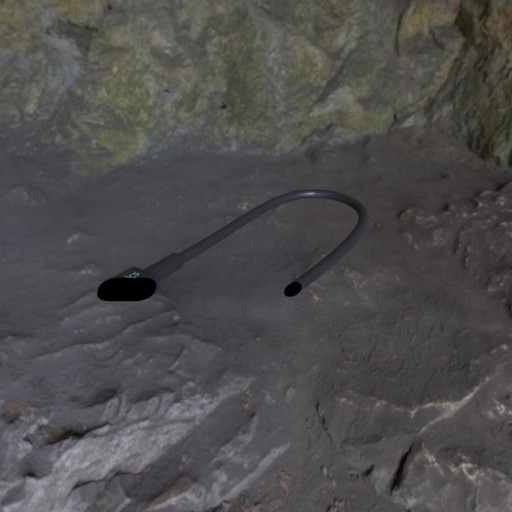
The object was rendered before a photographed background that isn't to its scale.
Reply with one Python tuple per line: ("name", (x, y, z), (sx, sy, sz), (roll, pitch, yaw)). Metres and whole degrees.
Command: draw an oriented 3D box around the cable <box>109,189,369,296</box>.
("cable", (0.000, 0.000, 0.113), (0.041, 0.005, 0.098), (20, 35, 30))
